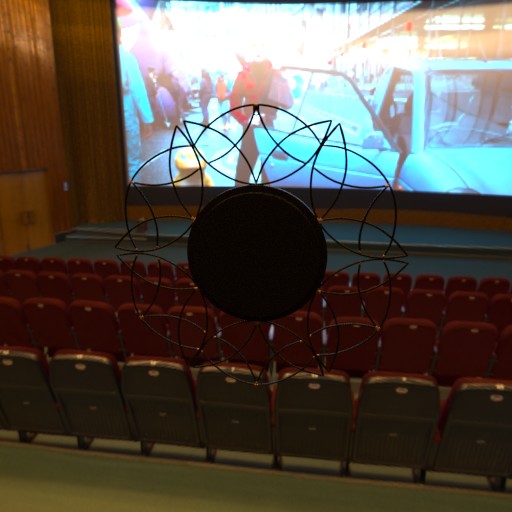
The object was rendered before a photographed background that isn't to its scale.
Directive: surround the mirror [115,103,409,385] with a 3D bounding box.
[{"bbox_3d":[0.000,0.000,1.190,0.797,0.775,0.028,2,15,7],"label":"mirror"}]
